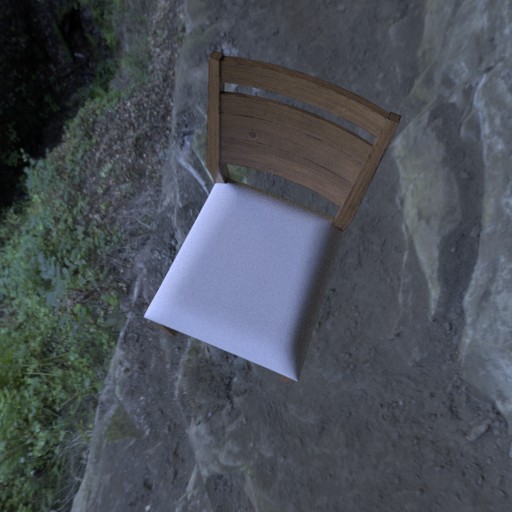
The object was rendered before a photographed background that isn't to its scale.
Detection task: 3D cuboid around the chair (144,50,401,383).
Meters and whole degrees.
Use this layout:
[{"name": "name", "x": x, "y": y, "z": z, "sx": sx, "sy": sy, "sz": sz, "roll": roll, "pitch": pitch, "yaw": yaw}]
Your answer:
[{"name": "chair", "x": 0.000, "y": 0.000, "z": 1.318, "sx": 0.497, "sy": 0.939, "sz": 0.610, "roll": 21, "pitch": 76, "yaw": 5}]
